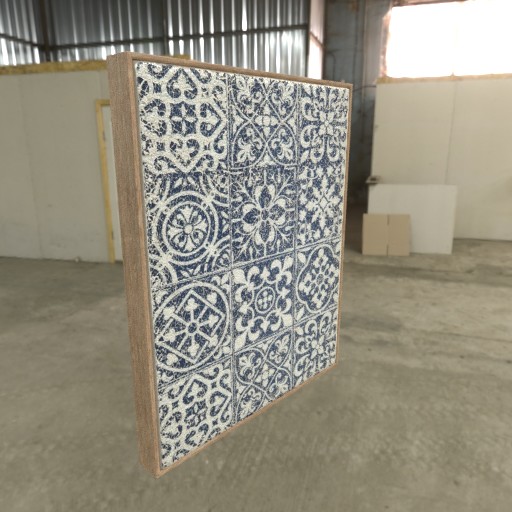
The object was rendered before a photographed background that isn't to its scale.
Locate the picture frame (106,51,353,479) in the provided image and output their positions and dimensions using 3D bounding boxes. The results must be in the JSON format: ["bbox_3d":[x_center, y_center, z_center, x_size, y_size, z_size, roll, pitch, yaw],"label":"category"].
[{"bbox_3d":[0.000,0.000,0.684,0.043,0.526,0.424,14,21,42],"label":"picture frame"}]
